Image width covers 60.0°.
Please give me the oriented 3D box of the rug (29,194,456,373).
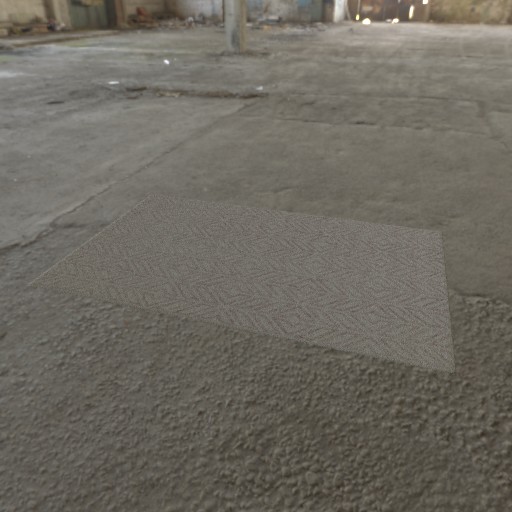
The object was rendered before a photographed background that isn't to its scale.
[{"bbox_3d":[0.000,0.000,3.004,2.438,0.008,1.523,9,31,15],"label":"rug"}]
